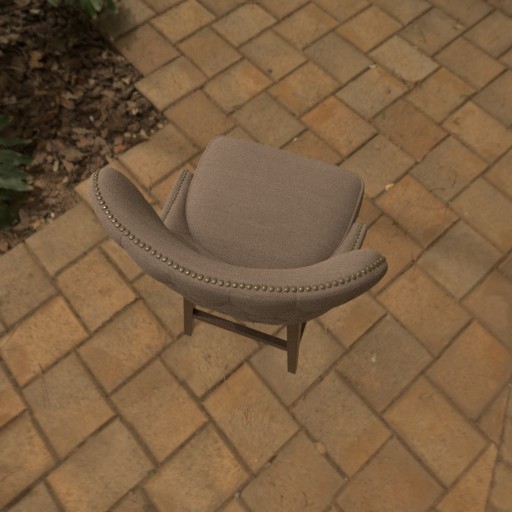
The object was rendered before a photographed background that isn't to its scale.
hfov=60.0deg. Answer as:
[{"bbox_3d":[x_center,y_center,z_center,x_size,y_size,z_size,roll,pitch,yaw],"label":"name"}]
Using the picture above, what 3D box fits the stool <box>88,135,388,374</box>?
[{"bbox_3d":[0.000,0.000,1.307,0.615,0.972,0.597,18,67,8],"label":"stool"}]
